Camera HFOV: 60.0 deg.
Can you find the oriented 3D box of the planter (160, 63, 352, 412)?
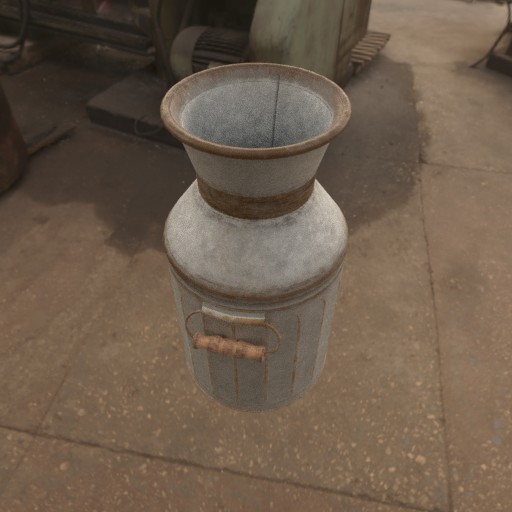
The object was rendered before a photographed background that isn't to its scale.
[{"bbox_3d":[0.000,0.000,0.537,0.214,0.396,0.245,10,46,9],"label":"planter"}]
